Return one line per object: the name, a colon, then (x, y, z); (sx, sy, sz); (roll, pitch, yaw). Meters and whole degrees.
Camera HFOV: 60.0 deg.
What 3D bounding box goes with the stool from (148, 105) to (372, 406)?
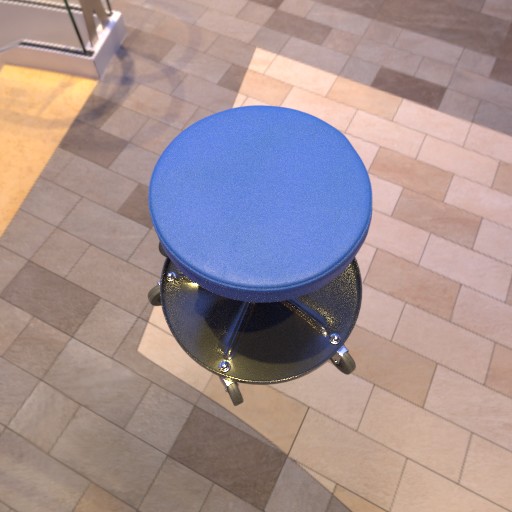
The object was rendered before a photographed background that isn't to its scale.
stool: (0.000, 0.000, 0.689); (0.382, 0.365, 0.381); (-17, 63, -9)
